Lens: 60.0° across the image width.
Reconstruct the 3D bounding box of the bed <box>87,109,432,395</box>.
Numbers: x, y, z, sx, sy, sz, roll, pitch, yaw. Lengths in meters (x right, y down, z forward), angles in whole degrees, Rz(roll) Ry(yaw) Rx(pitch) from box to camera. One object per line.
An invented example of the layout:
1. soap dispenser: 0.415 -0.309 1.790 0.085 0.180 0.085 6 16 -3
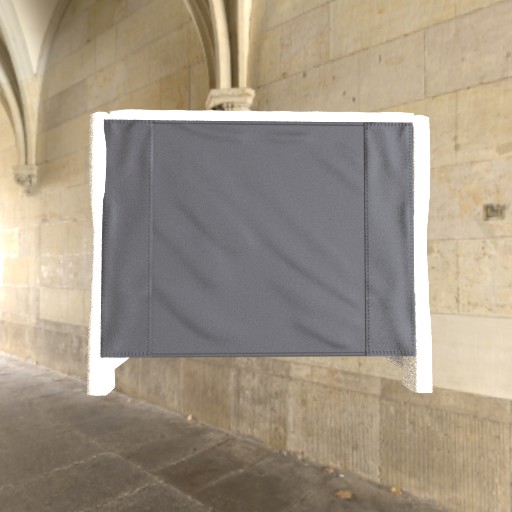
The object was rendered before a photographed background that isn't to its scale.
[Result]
1. bed: 0.000 0.000 3.918 2.219 1.771 2.347 0 -2 -2
